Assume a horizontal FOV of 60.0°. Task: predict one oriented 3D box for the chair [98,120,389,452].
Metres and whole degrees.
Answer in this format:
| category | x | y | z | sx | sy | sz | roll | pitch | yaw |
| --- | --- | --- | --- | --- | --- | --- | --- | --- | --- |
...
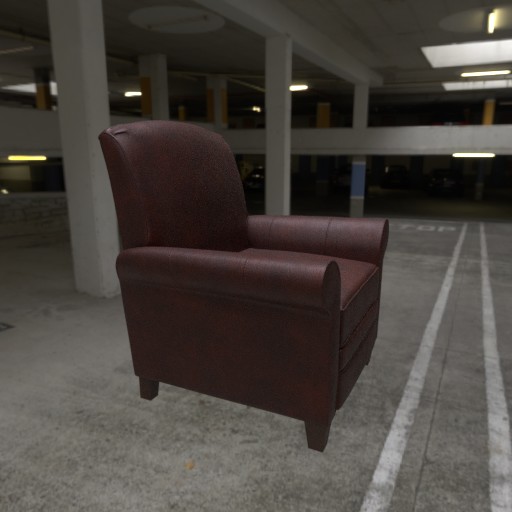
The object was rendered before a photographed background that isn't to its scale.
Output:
| category | x | y | z | sx | sy | sz | roll | pitch | yaw |
| --- | --- | --- | --- | --- | --- | --- | --- | --- | --- |
| chair | 0.000 | 0.000 | 1.783 | 0.902 | 1.061 | 0.978 | 7 | 15 | 25 |
